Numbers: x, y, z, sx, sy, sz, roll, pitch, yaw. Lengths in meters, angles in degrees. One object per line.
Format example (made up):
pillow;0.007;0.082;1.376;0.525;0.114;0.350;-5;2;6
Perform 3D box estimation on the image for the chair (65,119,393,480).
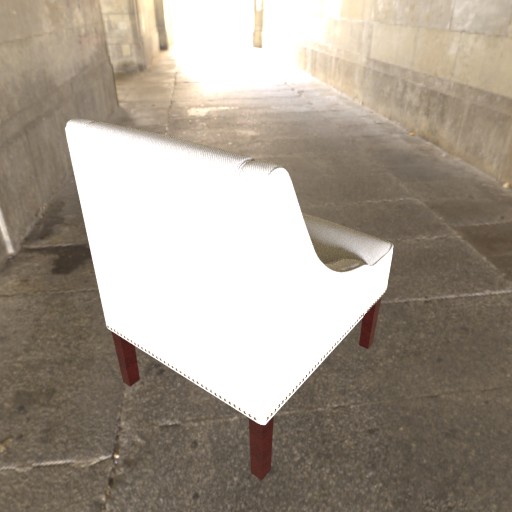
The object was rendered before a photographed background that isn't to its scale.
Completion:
chair;0.000;0.000;1.374;0.628;0.872;0.748;21;36;32
